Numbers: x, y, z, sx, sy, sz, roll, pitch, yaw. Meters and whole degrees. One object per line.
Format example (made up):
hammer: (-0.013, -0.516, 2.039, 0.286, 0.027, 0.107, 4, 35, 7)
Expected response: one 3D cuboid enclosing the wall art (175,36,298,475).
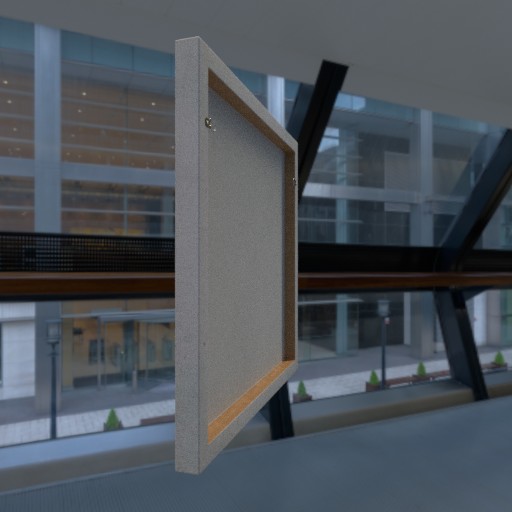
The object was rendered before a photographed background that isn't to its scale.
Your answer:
wall art: (0.000, 0.000, 0.911, 0.040, 0.612, 0.612, 0, 0, 18)
